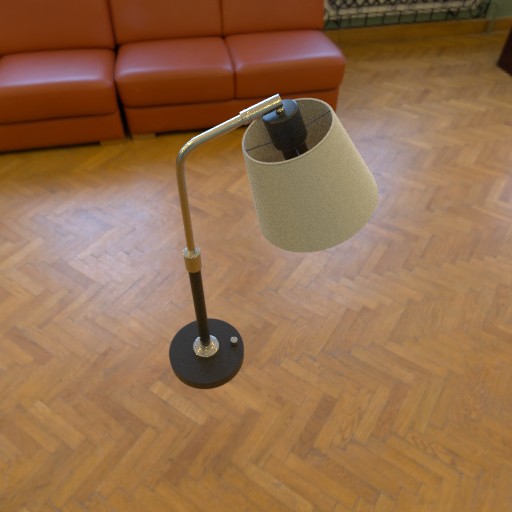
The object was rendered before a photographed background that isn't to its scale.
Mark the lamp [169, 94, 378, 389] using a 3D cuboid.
[{"bbox_3d":[0.000,0.000,0.710,0.348,0.539,0.181,-9,48,-8],"label":"lamp"}]
